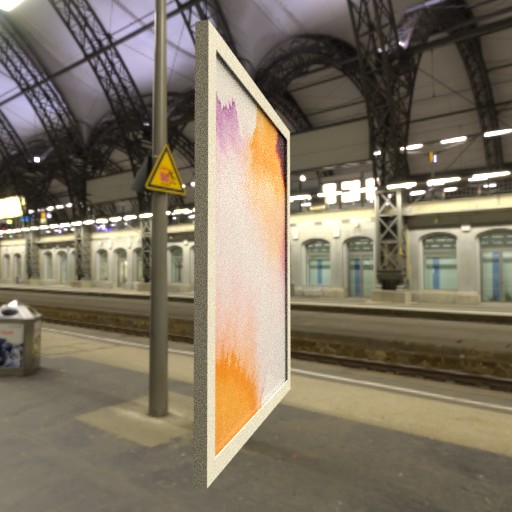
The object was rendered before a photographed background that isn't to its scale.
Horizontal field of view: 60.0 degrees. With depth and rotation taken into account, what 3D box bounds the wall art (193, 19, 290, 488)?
[{"bbox_3d":[0.000,0.000,1.086,0.026,0.811,0.661,-1,-2,17],"label":"wall art"}]
